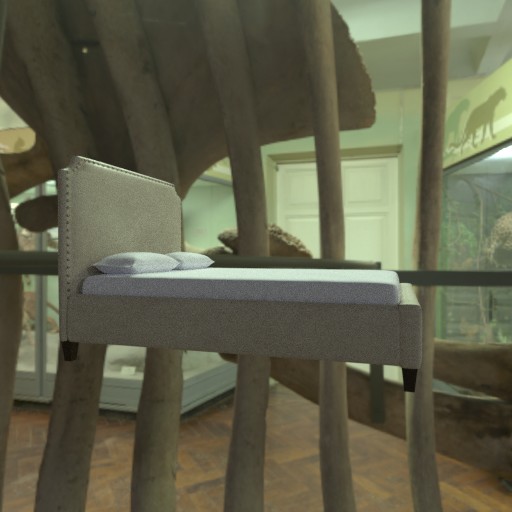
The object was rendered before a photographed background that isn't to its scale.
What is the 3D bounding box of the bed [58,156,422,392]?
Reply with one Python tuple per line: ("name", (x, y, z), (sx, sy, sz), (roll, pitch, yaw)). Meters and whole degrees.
("bed", (0.000, 0.000, 3.487), (2.372, 1.443, 1.712), (0, 1, 18))
